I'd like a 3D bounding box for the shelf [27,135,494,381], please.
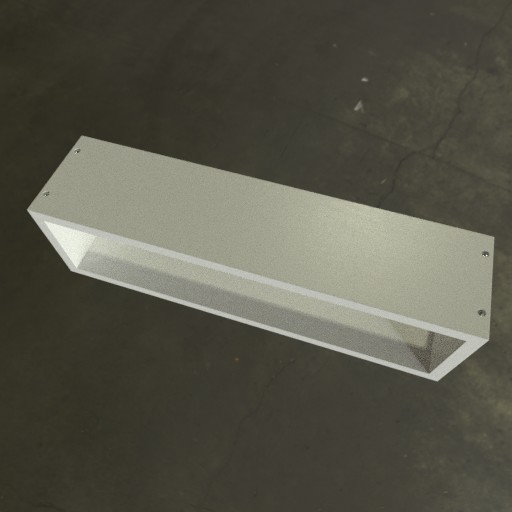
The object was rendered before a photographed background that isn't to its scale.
[{"bbox_3d":[0.000,0.000,0.666,0.610,0.170,0.150,15,60,9],"label":"shelf"}]
